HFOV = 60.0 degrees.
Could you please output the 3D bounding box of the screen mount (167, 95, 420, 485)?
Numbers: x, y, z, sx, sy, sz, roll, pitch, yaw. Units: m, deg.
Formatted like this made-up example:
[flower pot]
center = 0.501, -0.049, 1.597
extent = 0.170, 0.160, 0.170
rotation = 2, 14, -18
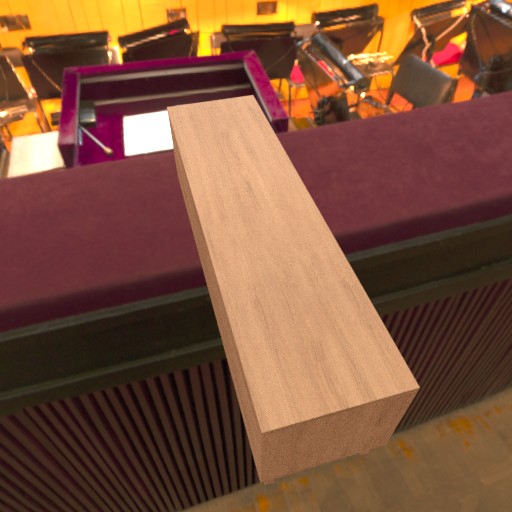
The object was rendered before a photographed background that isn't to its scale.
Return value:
[screen mount]
center = 0.000, 0.000, 1.713
extent = 0.400, 0.510, 1.500
rotation = -12, 49, -11
